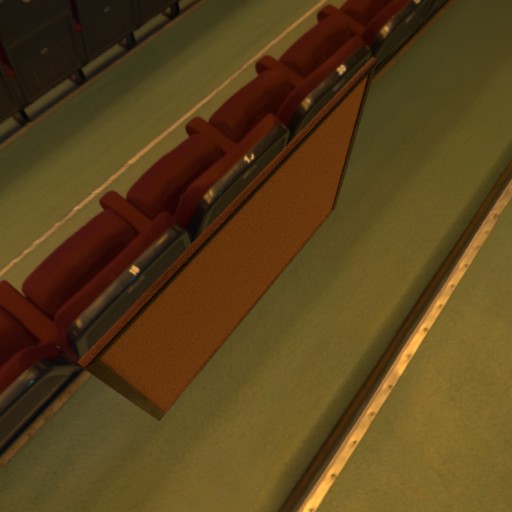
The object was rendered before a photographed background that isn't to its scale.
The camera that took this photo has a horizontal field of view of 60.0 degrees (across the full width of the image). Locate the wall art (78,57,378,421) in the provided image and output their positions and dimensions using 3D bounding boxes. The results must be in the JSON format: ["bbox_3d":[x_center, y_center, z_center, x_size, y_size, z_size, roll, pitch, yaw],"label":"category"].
[{"bbox_3d":[0.000,0.000,1.027,0.014,0.559,0.816,34,67,17],"label":"wall art"}]
